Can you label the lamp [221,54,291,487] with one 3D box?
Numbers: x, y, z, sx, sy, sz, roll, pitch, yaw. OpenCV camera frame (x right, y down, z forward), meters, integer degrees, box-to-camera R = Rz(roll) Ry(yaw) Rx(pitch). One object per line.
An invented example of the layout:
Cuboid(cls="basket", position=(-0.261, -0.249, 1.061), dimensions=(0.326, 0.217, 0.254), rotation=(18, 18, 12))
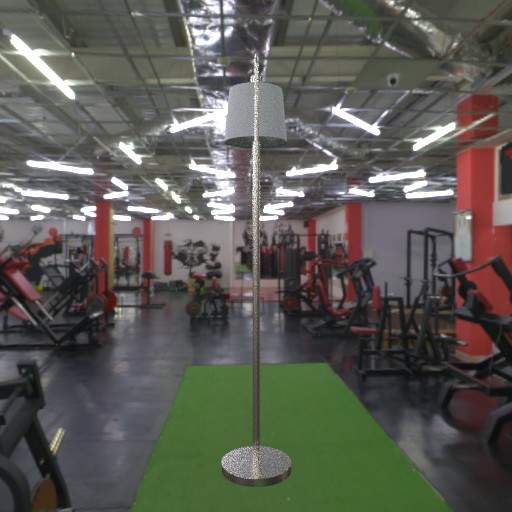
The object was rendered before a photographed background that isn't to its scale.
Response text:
Cuboid(cls="lamp", position=(0.000, 0.000, 1.670), dimensions=(0.254, 1.478, 0.508), rotation=(0, 0, -1))
